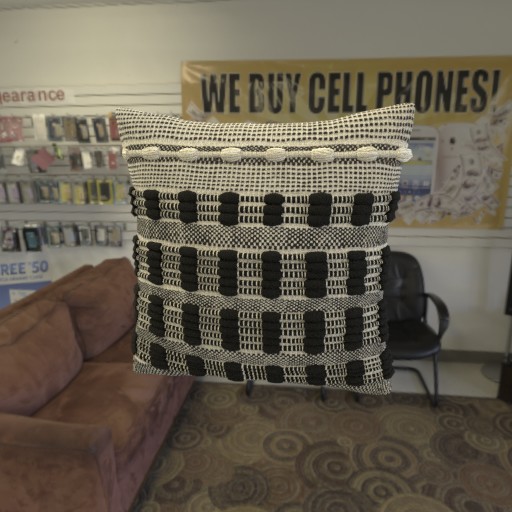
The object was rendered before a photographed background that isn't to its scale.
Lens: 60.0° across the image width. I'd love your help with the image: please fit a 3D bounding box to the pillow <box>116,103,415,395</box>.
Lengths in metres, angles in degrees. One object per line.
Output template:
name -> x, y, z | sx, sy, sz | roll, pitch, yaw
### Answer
pillow -> 0.000, 0.000, 0.676 | 0.436, 0.438, 0.156 | 2, 14, 9
